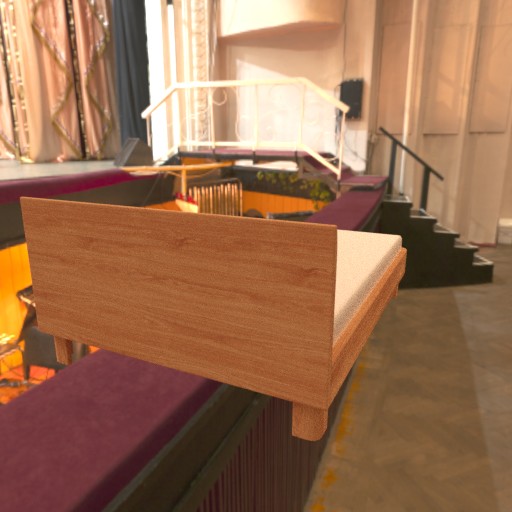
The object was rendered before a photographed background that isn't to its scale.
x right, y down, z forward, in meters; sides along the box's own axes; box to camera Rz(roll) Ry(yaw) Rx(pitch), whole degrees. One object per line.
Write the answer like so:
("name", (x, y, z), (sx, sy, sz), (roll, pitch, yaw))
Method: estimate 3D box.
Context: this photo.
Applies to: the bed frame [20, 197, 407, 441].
("bed frame", (0.000, 0.000, 2.938), (1.660, 0.940, 2.092), (7, 17, 25))
